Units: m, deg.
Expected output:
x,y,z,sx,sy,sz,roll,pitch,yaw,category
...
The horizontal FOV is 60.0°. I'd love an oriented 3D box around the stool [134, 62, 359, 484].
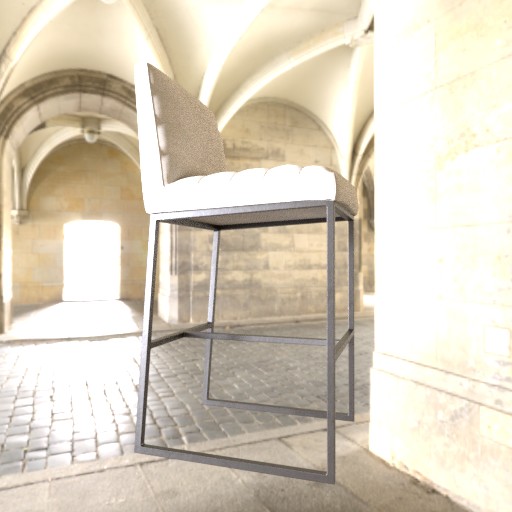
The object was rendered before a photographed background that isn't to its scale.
x,y,z,sx,sy,sz,roll,pitch,yaw,category
0.000,0.000,1.320,0.573,1.061,0.464,0,-1,18,stool
